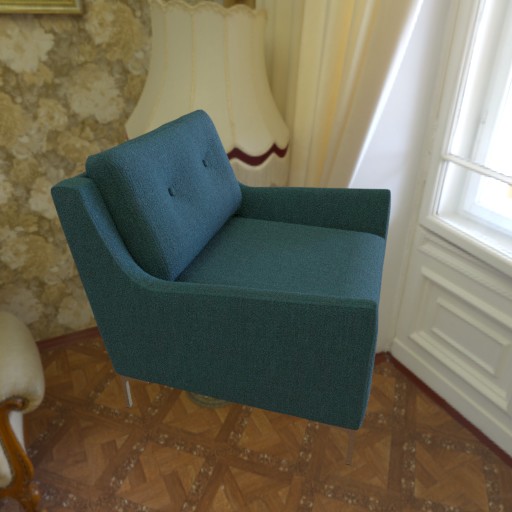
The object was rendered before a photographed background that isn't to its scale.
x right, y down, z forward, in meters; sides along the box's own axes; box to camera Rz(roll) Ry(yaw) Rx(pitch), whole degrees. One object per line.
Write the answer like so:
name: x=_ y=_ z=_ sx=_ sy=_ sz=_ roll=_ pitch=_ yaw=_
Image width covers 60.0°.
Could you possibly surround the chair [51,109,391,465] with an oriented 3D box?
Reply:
chair: x=0.000 y=0.000 z=1.509 sx=0.849 sy=0.828 sz=0.847 roll=8 pitch=30 yaw=15
